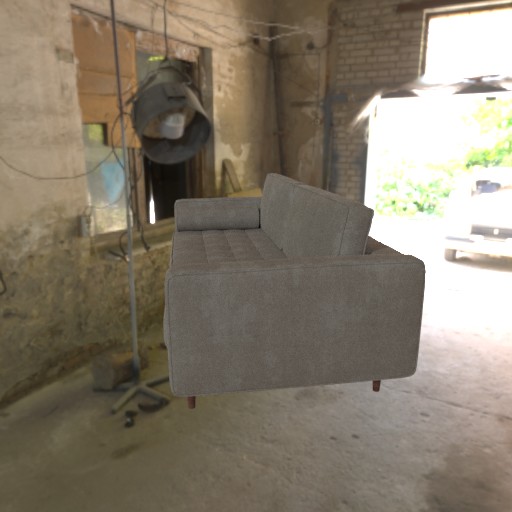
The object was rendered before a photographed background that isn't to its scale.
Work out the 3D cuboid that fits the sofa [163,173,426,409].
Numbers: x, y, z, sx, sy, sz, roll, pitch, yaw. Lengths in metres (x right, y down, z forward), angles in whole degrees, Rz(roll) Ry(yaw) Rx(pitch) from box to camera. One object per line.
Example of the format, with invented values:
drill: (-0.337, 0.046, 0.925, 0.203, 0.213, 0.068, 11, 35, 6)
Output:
sofa: (0.000, 0.000, 2.378, 0.920, 0.769, 1.883, -2, 15, -9)
